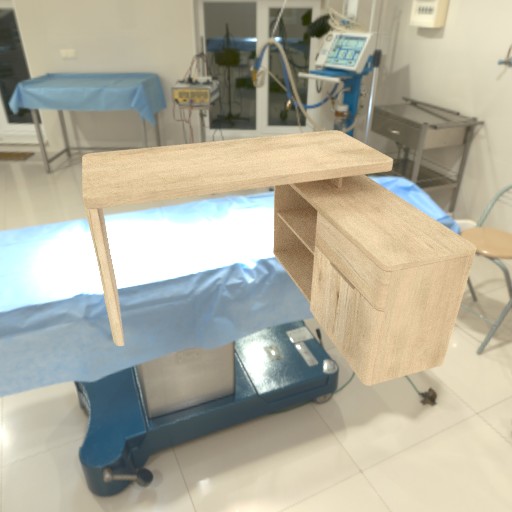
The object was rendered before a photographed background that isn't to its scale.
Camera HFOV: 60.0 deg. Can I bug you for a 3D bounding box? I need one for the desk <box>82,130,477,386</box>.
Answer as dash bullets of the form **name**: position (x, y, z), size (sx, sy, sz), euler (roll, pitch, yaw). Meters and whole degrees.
- **desk**: position (0.000, 0.000, 2.081), size (1.400, 0.770, 1.175), euler (-10, 32, -16)
